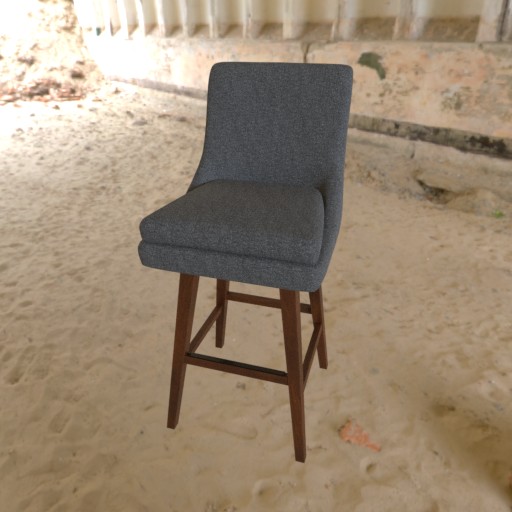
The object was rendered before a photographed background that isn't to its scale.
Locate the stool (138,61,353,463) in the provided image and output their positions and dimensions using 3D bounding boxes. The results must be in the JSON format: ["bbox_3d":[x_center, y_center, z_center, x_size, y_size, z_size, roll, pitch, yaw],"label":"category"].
[{"bbox_3d":[0.000,0.000,1.369,0.489,1.068,0.572,8,28,15],"label":"stool"}]
